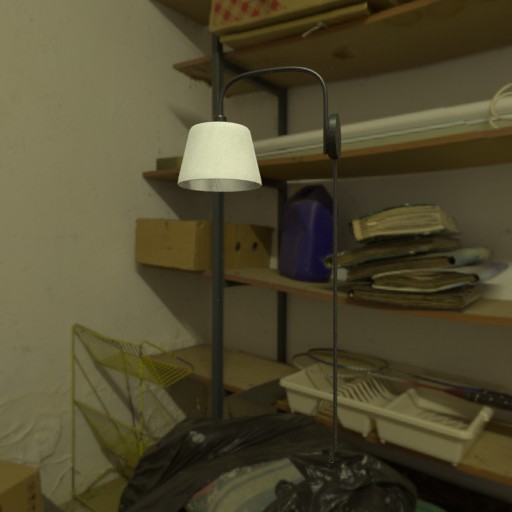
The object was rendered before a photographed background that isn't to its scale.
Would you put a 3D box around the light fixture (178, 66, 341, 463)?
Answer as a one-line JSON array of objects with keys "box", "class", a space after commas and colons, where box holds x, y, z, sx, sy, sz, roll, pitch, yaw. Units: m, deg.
[{"box": [0.000, 0.000, 0.478, 0.176, 0.399, 0.092, 0, 0, 18], "class": "light fixture"}]
